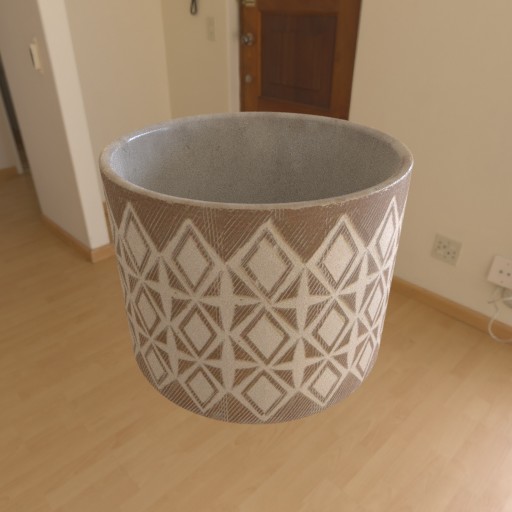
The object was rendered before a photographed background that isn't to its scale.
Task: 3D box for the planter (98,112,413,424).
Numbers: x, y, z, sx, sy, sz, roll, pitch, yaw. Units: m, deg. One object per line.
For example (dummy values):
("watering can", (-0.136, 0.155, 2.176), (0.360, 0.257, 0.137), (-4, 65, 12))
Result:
("planter", (0.000, 0.000, 0.325), (0.193, 0.165, 0.193), (0, 30, 0))
